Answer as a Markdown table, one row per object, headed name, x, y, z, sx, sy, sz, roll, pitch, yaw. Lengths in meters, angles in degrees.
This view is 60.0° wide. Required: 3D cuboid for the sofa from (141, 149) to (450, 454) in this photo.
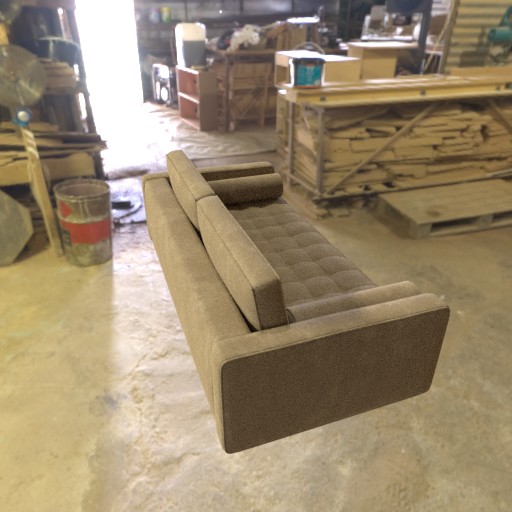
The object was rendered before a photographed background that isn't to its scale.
| name | x | y | z | sx | sy | sz | roll | pitch | yaw |
| --- | --- | --- | --- | --- | --- | --- | --- | --- | --- |
| sofa | 0.000 | 0.000 | 2.337 | 0.920 | 0.769 | 1.883 | -10 | 31 | -17 |
